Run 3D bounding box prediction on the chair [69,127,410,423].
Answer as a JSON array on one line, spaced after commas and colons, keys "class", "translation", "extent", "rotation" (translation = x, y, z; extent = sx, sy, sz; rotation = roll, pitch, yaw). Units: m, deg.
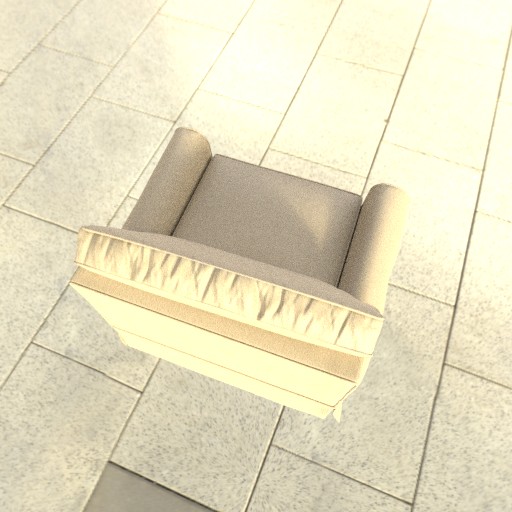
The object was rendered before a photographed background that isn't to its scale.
[{"class": "chair", "translation": [0.000, 0.000, 1.832], "extent": [1.096, 0.937, 0.903], "rotation": [18, 64, 9]}]
